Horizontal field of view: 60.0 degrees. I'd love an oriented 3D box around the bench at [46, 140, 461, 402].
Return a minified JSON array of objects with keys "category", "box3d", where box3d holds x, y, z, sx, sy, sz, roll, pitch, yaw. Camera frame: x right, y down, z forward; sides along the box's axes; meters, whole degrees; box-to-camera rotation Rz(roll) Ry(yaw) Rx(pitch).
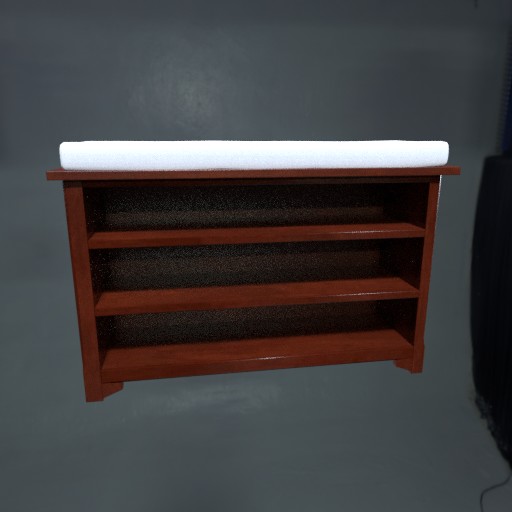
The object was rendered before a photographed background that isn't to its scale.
[{"category":"bench","box3d":[0.000,0.000,1.284,0.987,0.646,0.369,-2,15,-9]}]
